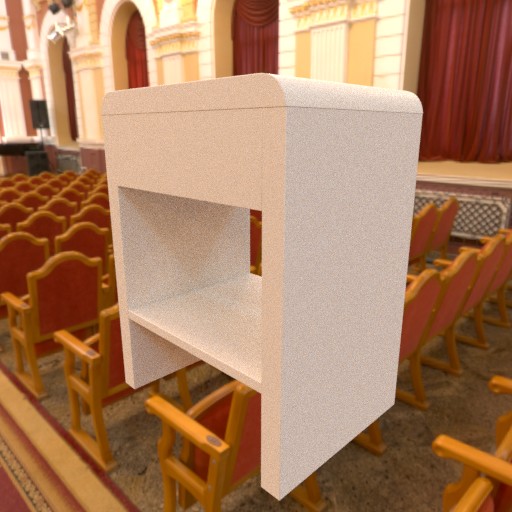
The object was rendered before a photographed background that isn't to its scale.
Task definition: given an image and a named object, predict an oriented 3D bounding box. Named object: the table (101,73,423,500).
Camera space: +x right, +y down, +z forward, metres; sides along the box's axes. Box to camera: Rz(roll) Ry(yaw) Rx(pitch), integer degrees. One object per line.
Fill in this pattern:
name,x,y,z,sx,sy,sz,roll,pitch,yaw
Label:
table,0.000,0.000,0.844,0.350,0.590,0.450,-15,22,-43
